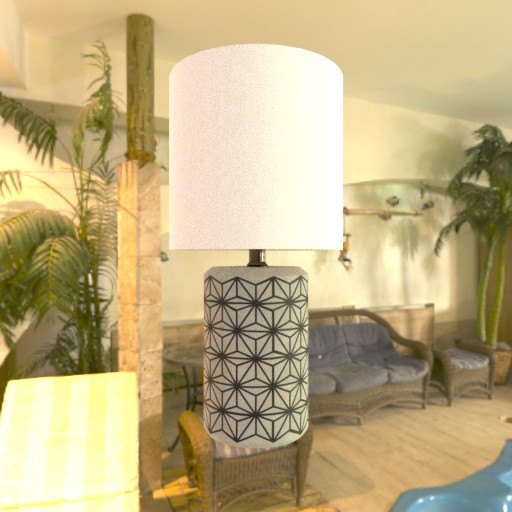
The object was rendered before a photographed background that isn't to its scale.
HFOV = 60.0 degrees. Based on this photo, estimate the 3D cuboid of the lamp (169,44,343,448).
[{"bbox_3d":[0.000,0.000,0.537,0.206,0.416,0.206,0,0,-18],"label":"lamp"}]
